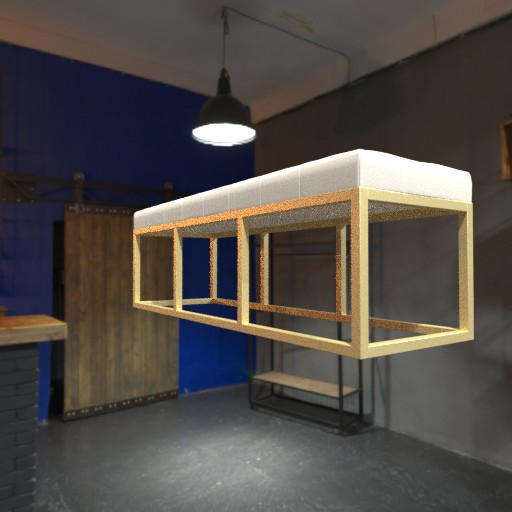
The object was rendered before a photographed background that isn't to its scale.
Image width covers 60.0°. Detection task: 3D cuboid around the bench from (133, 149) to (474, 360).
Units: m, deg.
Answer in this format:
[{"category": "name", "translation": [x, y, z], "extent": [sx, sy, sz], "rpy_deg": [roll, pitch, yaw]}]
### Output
[{"category": "bench", "translation": [0.000, 0.000, 1.709], "extent": [0.457, 0.484, 1.473], "rpy_deg": [1, -1, -35]}]
